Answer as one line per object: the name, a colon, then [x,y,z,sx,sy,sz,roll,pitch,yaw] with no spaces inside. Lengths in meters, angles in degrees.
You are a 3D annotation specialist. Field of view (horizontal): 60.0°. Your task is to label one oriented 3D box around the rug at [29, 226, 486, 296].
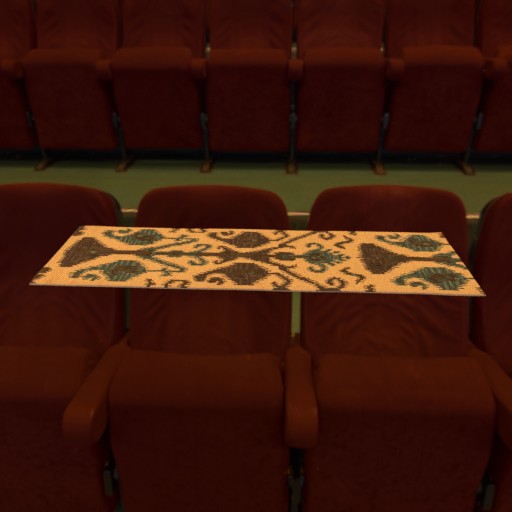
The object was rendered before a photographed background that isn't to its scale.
rug: [0.000,0.000,2.521,2.301,0.017,0.692,1,29,2]
